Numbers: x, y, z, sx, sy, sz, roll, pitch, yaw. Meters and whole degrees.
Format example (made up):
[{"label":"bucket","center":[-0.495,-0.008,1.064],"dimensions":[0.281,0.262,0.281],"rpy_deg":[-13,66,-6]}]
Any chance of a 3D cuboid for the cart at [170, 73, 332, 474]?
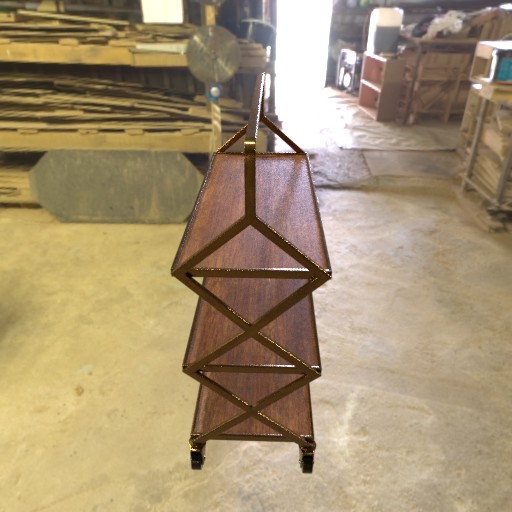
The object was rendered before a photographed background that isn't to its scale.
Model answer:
[{"label":"cart","center":[0.000,0.000,1.168],"dimensions":[0.313,0.805,0.723],"rpy_deg":[1,31,2]}]
